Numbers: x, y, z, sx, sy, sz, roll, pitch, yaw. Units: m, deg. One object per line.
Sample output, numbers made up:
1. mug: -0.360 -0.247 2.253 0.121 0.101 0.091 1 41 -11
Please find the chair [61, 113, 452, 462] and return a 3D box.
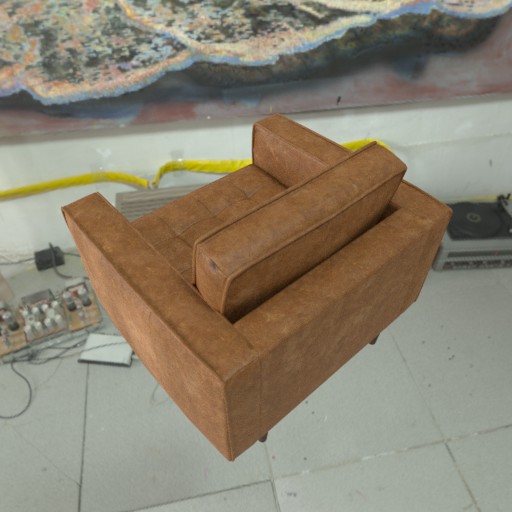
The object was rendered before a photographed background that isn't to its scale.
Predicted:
1. chair: 0.000 0.000 1.460 0.928 0.767 0.798 -32 54 -27
